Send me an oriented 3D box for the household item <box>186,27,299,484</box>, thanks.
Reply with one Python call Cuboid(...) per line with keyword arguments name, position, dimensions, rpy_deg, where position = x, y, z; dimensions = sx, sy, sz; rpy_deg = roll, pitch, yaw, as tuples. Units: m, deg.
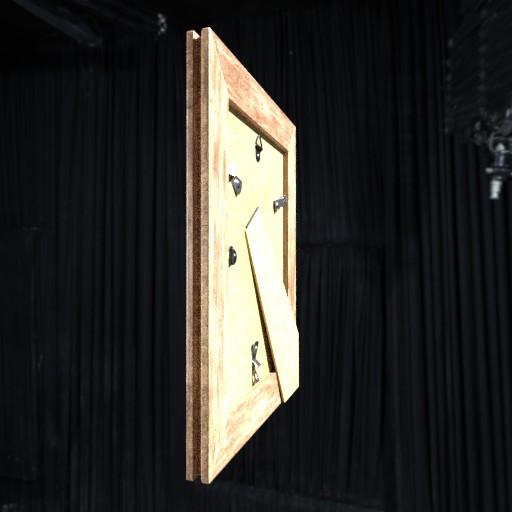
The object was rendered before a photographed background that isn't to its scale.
Cuboid(name="household item", position=(0.000, 0.000, 0.319), dimensions=(0.018, 0.237, 0.186), rpy_deg=(0, 0, 19))
